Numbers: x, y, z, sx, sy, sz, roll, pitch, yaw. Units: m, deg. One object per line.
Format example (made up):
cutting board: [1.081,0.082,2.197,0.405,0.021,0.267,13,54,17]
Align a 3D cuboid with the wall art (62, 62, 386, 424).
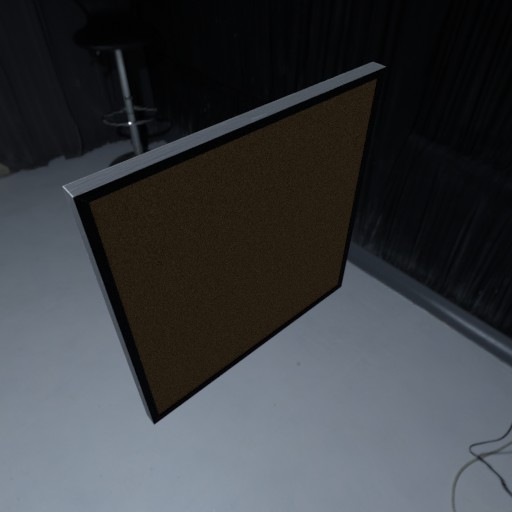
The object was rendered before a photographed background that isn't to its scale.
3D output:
wall art: [0.000,0.000,1.119,0.761,0.761,0.037,-31,52,-28]
